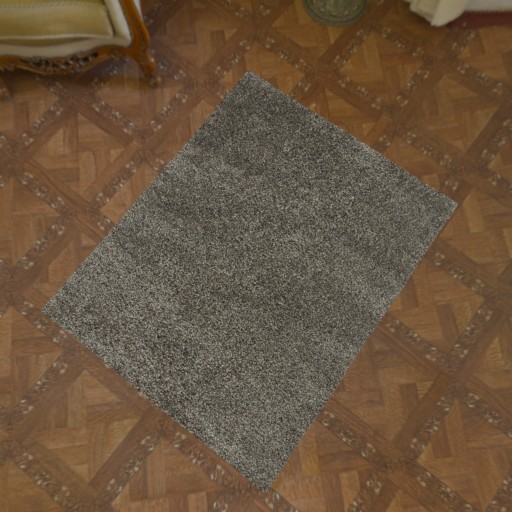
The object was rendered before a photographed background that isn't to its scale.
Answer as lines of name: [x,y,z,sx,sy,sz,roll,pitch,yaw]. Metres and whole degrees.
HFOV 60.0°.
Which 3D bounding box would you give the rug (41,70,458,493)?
rug: [0.000,0.000,3.944,2.401,0.025,3.000,36,78,9]
